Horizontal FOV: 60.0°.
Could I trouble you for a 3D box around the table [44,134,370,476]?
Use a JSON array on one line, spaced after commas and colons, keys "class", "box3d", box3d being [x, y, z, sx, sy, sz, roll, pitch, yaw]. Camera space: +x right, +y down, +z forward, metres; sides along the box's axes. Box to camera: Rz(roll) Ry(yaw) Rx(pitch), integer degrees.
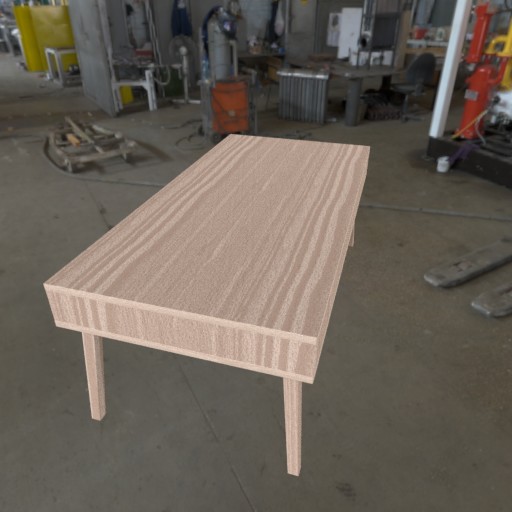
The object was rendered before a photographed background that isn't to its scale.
[{"class": "table", "box3d": [0.000, 0.000, 1.493, 0.600, 0.450, 1.200, 9, 32, 14]}]
